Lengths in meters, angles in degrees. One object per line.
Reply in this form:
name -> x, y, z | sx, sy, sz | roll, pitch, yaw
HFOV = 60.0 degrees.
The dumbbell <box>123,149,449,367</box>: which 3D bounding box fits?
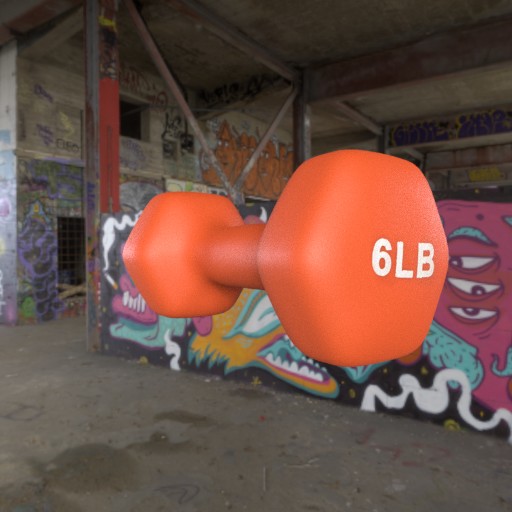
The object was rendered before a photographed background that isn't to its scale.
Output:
dumbbell -> 0.000, 0.000, 0.206 | 0.079, 0.071, 0.162 | -1, 1, -36
